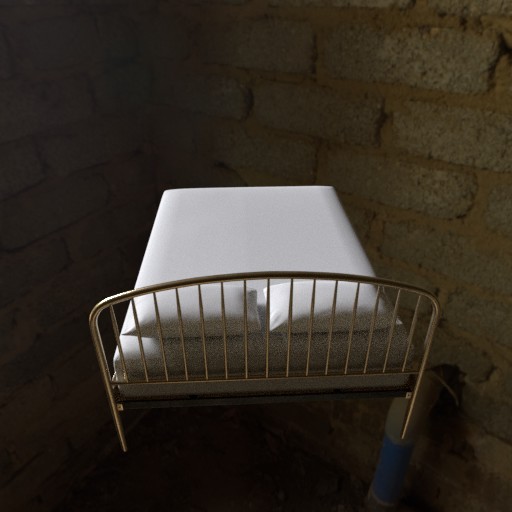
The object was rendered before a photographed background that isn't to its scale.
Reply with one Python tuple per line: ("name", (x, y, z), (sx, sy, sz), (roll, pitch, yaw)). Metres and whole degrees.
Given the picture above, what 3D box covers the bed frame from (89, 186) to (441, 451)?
("bed frame", (0.000, 0.000, 3.094), (1.612, 1.175, 2.152), (-2, 32, -2))
